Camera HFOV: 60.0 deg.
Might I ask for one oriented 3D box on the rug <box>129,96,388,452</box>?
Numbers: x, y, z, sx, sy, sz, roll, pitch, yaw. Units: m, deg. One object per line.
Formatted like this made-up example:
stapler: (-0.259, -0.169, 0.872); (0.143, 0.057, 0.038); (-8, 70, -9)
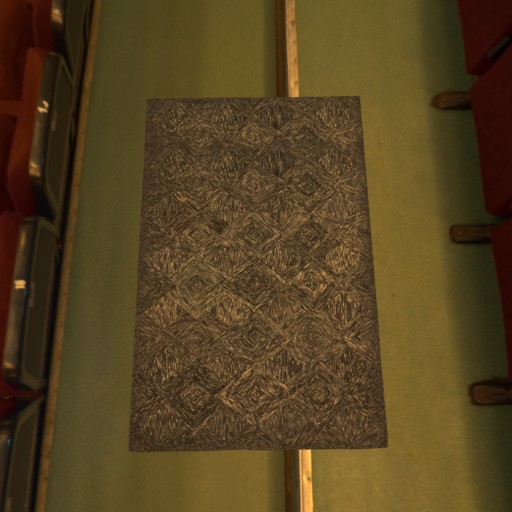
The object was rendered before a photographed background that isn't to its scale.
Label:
rug: (0.000, 0.000, 2.151); (1.139, 0.010, 1.754); (-1, 76, 0)
